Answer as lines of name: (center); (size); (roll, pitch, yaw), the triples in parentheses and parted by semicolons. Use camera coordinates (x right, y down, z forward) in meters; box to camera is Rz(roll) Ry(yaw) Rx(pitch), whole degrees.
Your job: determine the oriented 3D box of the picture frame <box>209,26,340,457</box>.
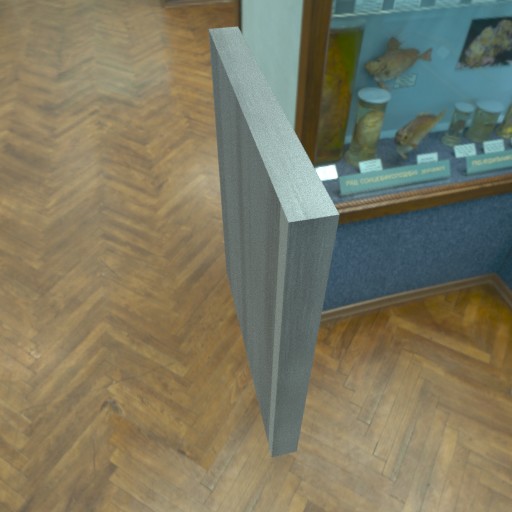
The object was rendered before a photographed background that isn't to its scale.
picture frame: (0.000, 0.000, 0.731); (0.046, 0.555, 0.449); (-9, 47, -9)
